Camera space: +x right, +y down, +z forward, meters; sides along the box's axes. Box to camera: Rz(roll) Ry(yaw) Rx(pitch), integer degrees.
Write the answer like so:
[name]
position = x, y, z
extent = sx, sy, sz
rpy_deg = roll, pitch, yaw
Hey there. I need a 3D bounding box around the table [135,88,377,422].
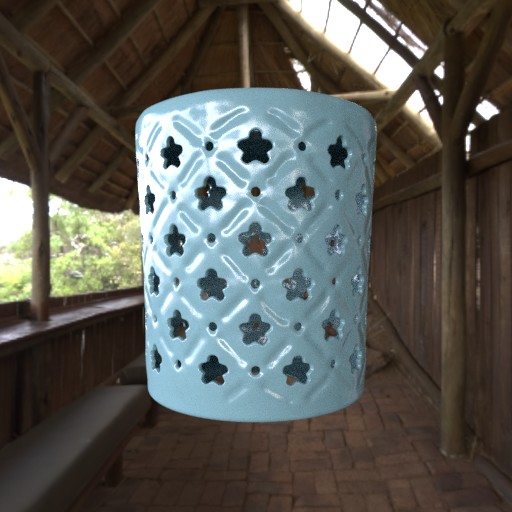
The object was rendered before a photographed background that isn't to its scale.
[table]
position = 0.000, 0.000, 0.666
extent = 0.352, 0.387, 0.352
rpy_deg = 0, 0, 0
